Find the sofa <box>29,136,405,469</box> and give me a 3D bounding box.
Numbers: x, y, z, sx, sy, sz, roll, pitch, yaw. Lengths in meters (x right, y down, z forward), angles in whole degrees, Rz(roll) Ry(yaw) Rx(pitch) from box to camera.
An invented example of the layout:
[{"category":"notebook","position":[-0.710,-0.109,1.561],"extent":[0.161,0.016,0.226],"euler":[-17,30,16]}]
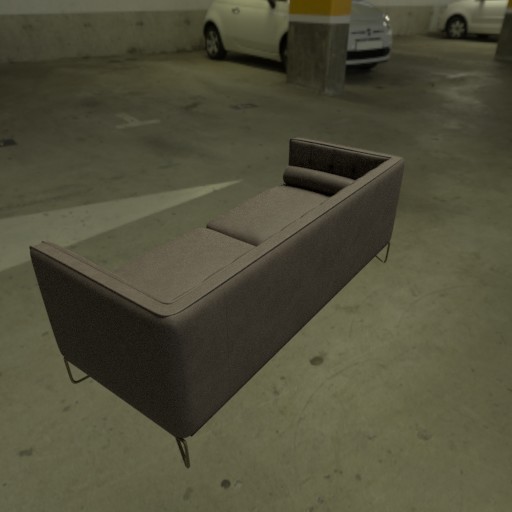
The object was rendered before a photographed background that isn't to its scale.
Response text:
[{"category":"sofa","position":[0.000,0.000,2.518],"extent":[0.867,0.789,2.087],"euler":[21,36,31]}]
